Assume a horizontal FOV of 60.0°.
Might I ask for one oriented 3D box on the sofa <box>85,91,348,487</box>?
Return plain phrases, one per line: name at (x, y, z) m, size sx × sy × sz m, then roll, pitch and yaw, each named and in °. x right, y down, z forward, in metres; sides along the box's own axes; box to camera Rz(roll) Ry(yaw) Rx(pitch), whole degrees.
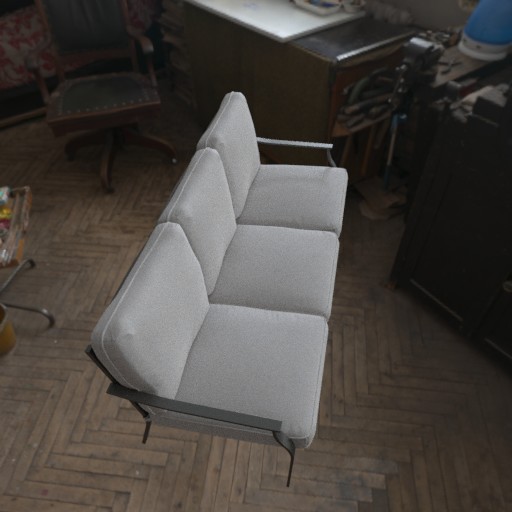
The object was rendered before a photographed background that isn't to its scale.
sofa at (0.000, 0.000, 2.167) m, size 0.787 × 0.860 × 1.740 m, roll 9°, pitch 47°, yaw 8°
